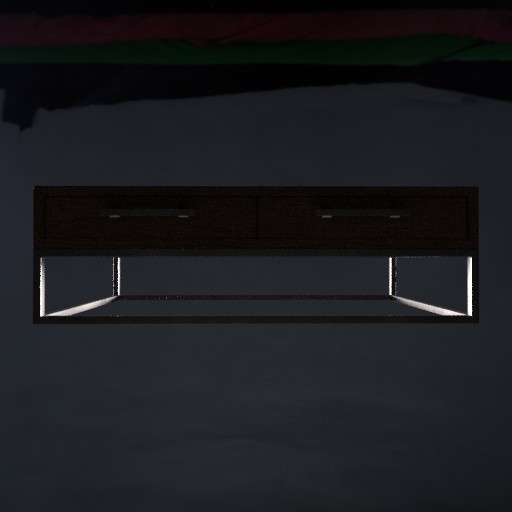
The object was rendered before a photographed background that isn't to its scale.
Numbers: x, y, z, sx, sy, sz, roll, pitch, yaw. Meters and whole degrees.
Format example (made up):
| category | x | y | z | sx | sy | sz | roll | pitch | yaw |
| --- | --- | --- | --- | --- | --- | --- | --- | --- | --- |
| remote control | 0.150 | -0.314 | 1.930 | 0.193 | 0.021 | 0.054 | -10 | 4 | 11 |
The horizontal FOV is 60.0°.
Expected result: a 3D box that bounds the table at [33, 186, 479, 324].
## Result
| category | x | y | z | sx | sy | sz | roll | pitch | yaw |
| --- | --- | --- | --- | --- | --- | --- | --- | --- | --- |
| table | 0.000 | 0.000 | 1.496 | 1.167 | 0.361 | 0.719 | 0 | 0 | -1 |
